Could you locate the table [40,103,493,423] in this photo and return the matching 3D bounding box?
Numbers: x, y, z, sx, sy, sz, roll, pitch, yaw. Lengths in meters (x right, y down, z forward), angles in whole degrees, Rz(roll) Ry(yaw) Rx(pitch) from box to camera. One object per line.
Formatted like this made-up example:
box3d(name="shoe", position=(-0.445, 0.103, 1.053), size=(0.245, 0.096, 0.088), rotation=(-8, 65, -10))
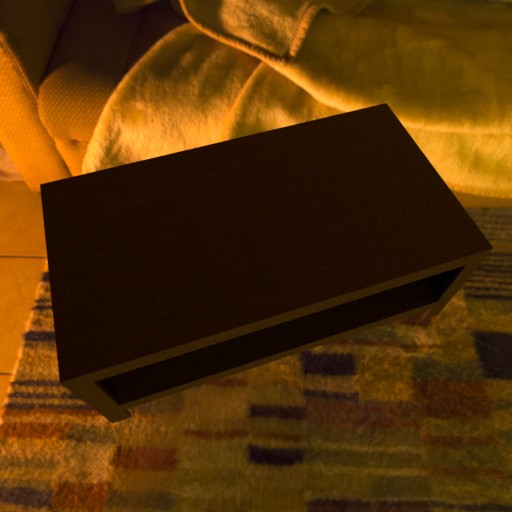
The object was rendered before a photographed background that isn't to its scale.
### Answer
box3d(name="table", position=(0.000, 0.000, 1.385), size=(1.099, 0.424, 0.597), rotation=(-16, 59, -10))
